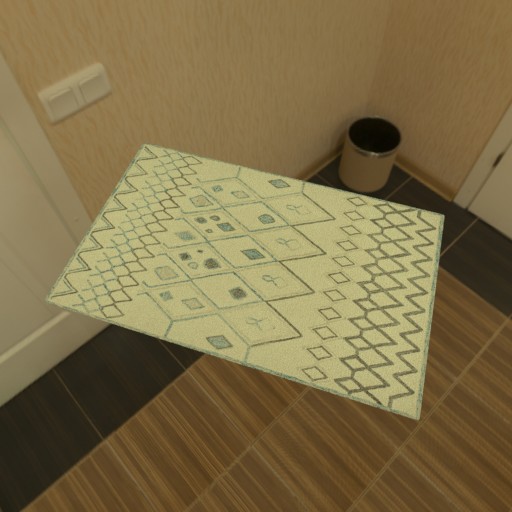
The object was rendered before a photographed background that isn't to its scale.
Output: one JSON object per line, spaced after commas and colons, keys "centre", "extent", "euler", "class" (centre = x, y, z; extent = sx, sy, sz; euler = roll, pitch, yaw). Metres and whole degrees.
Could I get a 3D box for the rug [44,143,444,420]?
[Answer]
{"centre": [0.000, 0.000, 3.093], "extent": [2.439, 0.015, 1.524], "euler": [15, 60, 9], "class": "rug"}
